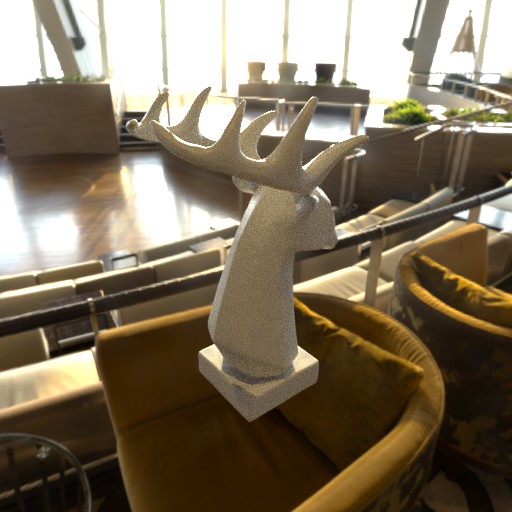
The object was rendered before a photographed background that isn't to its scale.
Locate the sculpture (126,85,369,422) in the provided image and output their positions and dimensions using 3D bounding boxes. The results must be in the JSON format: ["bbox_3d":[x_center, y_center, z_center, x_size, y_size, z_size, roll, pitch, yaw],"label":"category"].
[{"bbox_3d":[0.000,0.000,0.462,0.224,0.329,0.174,-19,32,-33],"label":"sculpture"}]
